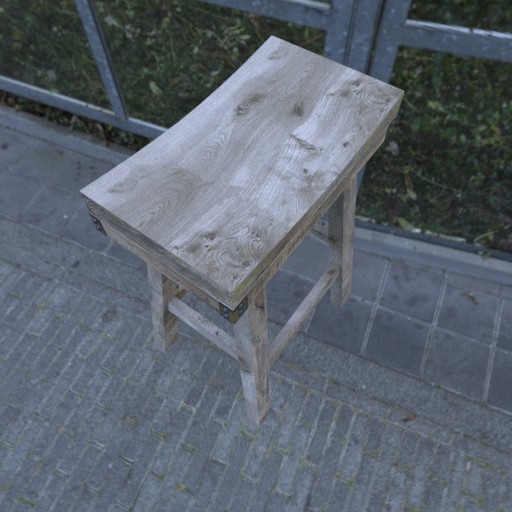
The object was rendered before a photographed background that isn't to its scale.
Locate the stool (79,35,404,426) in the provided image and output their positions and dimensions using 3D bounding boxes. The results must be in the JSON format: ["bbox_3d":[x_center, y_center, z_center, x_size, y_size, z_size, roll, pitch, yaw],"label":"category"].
[{"bbox_3d":[0.000,0.000,0.902,0.330,0.635,0.450,32,63,19],"label":"stool"}]
